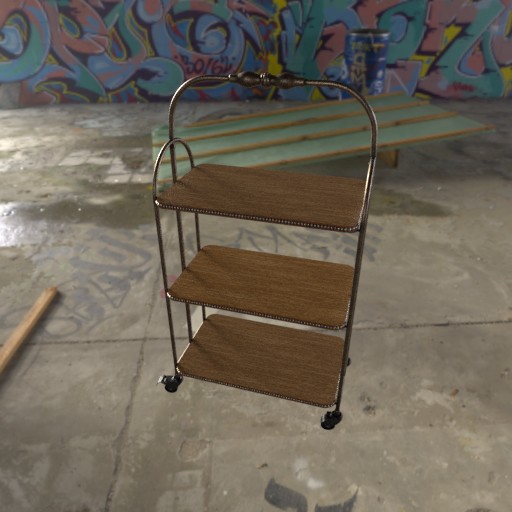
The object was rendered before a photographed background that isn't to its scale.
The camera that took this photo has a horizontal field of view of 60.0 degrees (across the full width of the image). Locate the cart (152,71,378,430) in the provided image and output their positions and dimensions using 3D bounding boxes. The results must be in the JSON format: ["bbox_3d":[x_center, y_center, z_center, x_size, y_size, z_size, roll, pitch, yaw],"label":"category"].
[{"bbox_3d":[0.000,0.000,1.354,0.650,1.052,0.330,9,32,14],"label":"cart"}]
